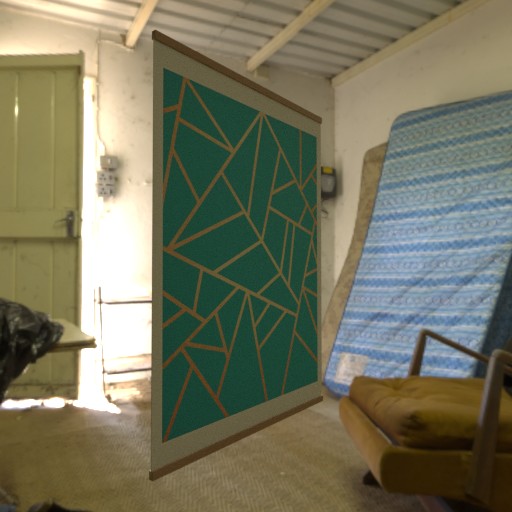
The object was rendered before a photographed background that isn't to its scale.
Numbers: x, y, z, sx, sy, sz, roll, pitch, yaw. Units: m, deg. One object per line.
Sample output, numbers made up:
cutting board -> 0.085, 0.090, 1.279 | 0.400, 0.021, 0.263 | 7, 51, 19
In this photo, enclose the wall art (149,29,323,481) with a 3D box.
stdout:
wall art -> 0.000, 0.000, 1.299 | 0.013, 1.016, 0.758 | -1, -2, 38
